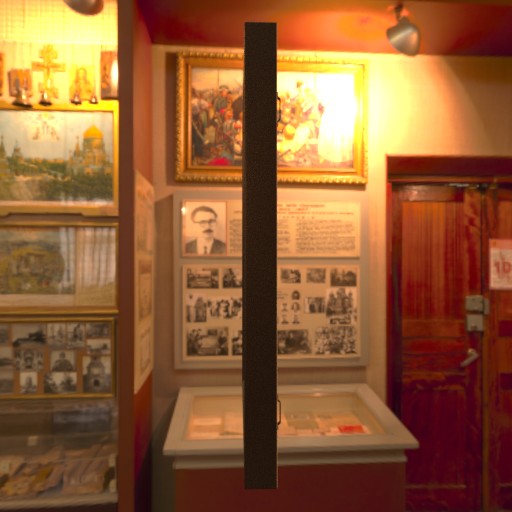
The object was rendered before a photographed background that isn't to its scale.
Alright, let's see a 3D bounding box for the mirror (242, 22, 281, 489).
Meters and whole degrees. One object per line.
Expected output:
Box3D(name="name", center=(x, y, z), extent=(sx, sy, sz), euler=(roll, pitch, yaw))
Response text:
Box3D(name="mirror", center=(0.000, 0.000, 0.685), extent=(0.041, 0.509, 0.406), euler=(0, 0, -2))
